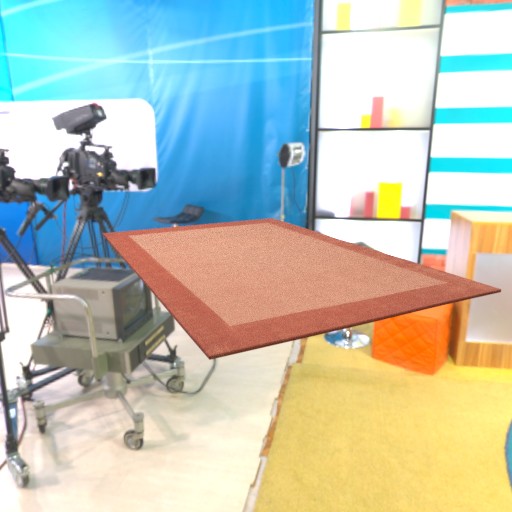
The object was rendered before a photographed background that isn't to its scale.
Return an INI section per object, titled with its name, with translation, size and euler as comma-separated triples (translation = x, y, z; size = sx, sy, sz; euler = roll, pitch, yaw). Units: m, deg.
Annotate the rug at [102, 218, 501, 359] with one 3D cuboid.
[rug]
translation = 0.000, 0.000, 2.249
size = 1.219, 0.014, 1.829
euler = -7, 16, -26
